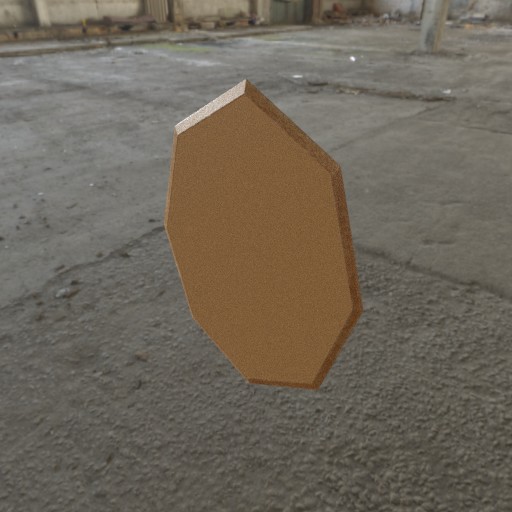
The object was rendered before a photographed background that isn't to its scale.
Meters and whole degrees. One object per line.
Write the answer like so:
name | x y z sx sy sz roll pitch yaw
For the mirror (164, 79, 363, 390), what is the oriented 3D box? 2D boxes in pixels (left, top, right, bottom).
mirror | 0.000 0.000 1.022 0.577 0.774 0.070 23 37 33
